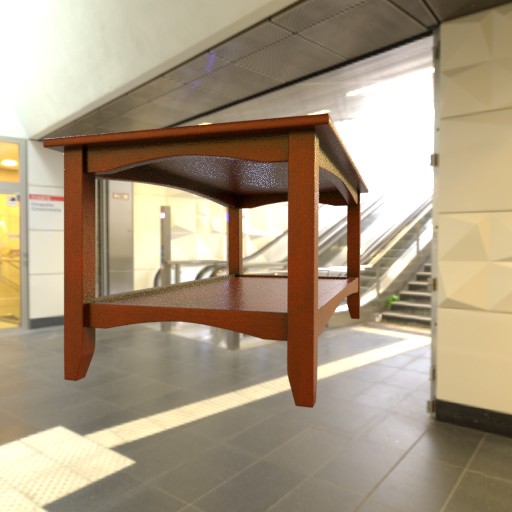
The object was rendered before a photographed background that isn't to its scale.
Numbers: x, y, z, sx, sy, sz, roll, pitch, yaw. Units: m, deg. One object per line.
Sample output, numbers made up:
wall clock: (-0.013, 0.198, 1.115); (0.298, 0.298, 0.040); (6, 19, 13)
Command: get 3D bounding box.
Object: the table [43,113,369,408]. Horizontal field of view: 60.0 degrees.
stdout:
table: (0.000, 0.000, 1.198); (0.533, 0.456, 0.943); (0, 2, 18)
